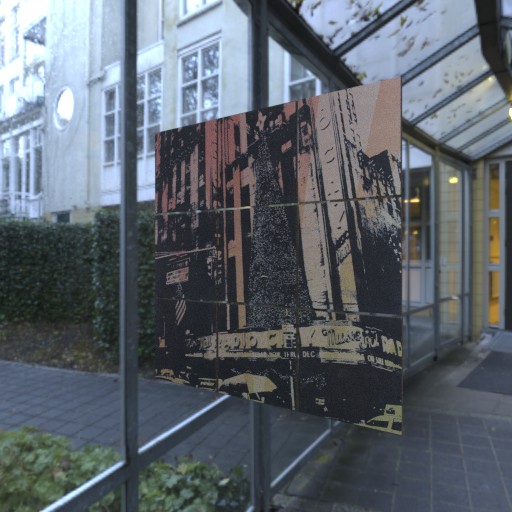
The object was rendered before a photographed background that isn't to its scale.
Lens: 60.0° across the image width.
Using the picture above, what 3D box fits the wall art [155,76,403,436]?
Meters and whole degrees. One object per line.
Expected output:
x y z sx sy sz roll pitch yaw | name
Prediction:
0.000 0.000 1.853 1.216 1.216 0.013 0 0 35 | wall art
